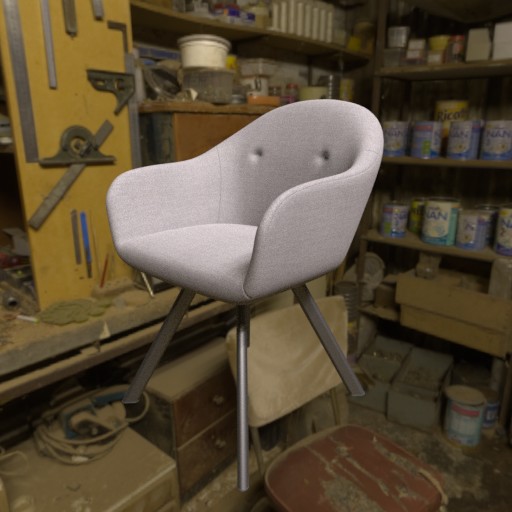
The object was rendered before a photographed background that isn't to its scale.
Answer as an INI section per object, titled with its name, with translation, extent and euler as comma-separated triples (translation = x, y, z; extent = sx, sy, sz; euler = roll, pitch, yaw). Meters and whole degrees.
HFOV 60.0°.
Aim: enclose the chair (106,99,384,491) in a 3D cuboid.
[chair]
translation = 0.000, 0.000, 1.133
extent = 0.540, 0.780, 0.570
euler = 14, 21, 41
